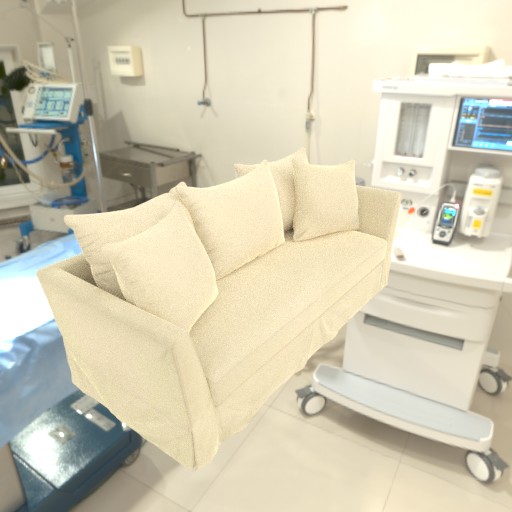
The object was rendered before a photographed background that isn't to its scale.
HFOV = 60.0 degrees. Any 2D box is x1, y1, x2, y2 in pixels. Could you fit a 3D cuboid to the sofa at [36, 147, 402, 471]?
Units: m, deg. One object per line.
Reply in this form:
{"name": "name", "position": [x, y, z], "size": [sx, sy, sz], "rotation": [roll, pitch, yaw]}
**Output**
{"name": "sofa", "position": [0.000, 0.000, 2.799], "size": [1.031, 1.034, 2.290], "rotation": [18, 31, 33]}
